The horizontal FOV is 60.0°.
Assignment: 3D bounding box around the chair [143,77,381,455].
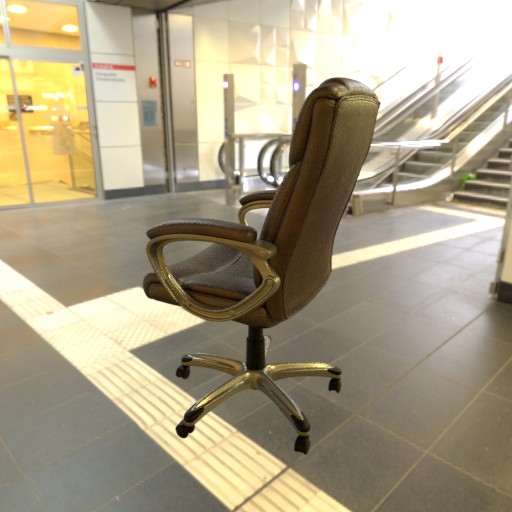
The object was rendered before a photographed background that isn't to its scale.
[{"bbox_3d":[0.000,0.000,1.543,0.692,1.128,0.656,8,19,25],"label":"chair"}]
